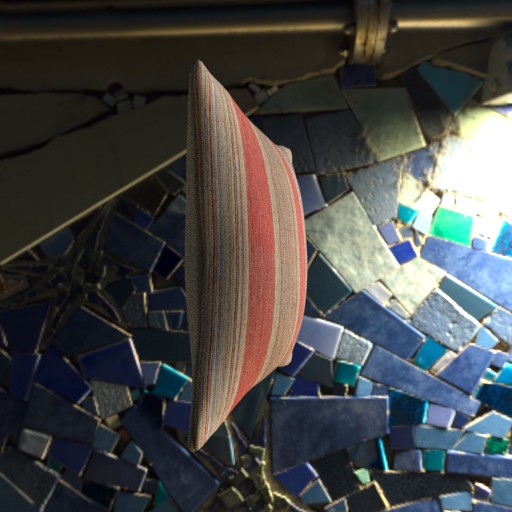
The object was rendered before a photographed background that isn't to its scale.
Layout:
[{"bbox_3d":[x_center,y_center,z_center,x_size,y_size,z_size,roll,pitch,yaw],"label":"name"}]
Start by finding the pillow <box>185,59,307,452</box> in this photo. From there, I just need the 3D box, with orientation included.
[{"bbox_3d":[0.000,0.000,0.669,0.136,0.419,0.437,0,0,18],"label":"pillow"}]
